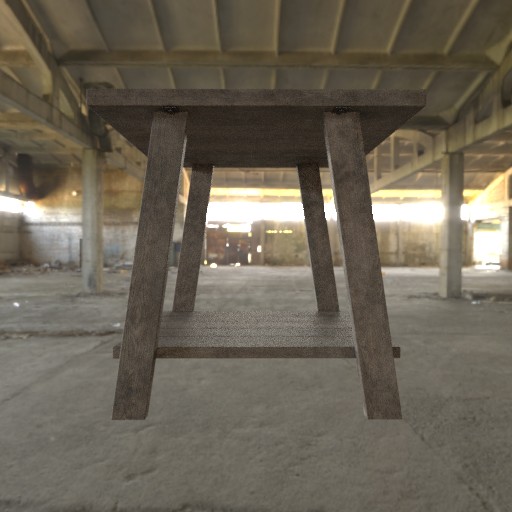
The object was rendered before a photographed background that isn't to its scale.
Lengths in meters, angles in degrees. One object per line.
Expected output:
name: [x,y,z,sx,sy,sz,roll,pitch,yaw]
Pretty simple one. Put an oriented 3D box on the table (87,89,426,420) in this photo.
table: [0.000,0.000,1.104,0.610,0.610,0.610,0,1,0]
